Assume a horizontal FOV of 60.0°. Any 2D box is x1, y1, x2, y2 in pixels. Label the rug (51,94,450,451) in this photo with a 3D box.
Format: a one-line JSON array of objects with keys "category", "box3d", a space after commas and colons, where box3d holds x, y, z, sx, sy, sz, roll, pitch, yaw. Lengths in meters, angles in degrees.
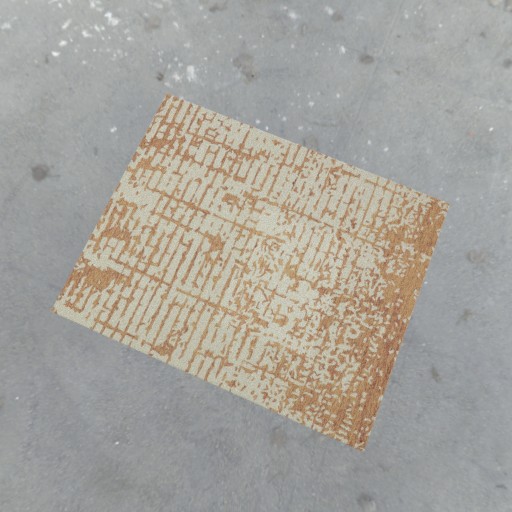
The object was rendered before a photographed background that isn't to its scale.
[{"category": "rug", "box3d": [0.000, 0.000, 4.184, 3.050, 0.011, 2.441, 23, 78, 5]}]
